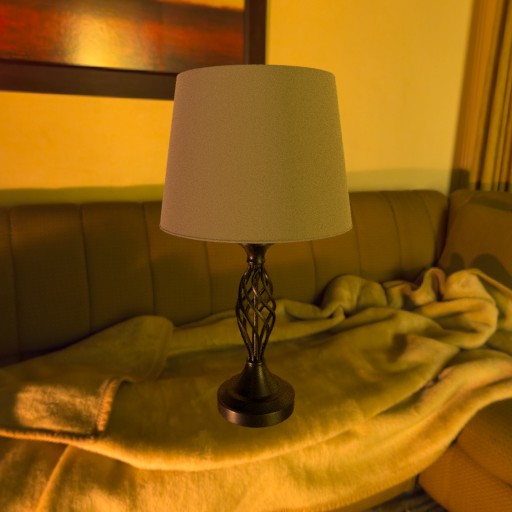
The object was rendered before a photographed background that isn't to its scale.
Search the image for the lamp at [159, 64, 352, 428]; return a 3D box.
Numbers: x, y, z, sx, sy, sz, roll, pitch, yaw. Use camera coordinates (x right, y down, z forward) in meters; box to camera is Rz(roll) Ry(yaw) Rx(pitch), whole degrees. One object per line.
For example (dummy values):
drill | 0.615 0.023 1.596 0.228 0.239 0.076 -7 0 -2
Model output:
lamp | 0.000 0.000 0.790 0.331 0.594 0.331 0 14 0
